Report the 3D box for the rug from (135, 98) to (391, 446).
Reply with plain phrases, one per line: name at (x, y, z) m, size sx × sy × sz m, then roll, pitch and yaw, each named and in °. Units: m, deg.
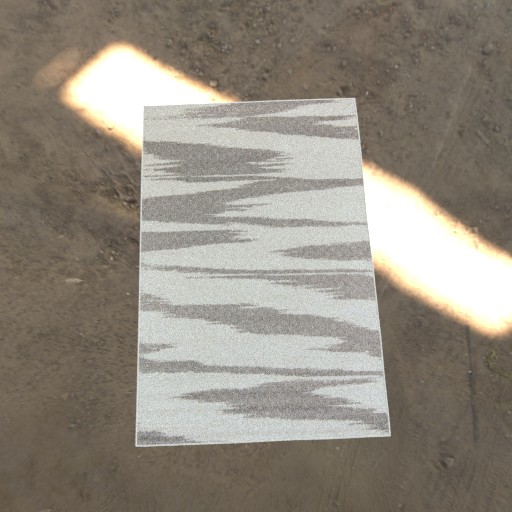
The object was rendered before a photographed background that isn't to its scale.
rug at (0.000, 0.000, 2.331) m, size 1.225 × 0.008 × 1.827 m, roll -2°, pitch 76°, yaw -1°
